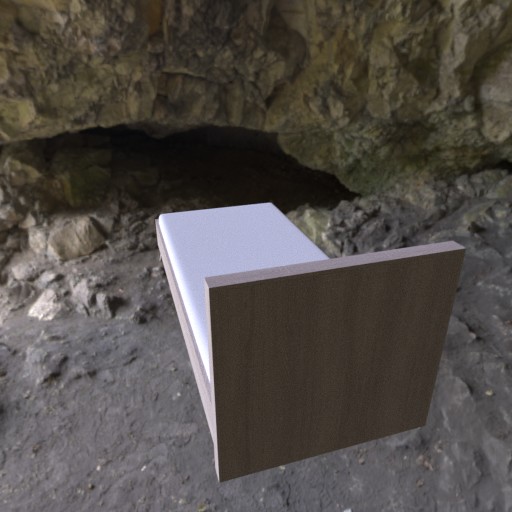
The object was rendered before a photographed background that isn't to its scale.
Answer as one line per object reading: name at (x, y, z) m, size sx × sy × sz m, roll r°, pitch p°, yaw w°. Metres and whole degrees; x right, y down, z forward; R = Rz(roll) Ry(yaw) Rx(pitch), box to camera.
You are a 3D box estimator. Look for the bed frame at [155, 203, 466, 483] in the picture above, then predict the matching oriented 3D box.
bed frame at (0.000, 0.000, 2.658) m, size 0.990 × 0.920 × 2.140 m, roll -8°, pitch 27°, yaw -16°
